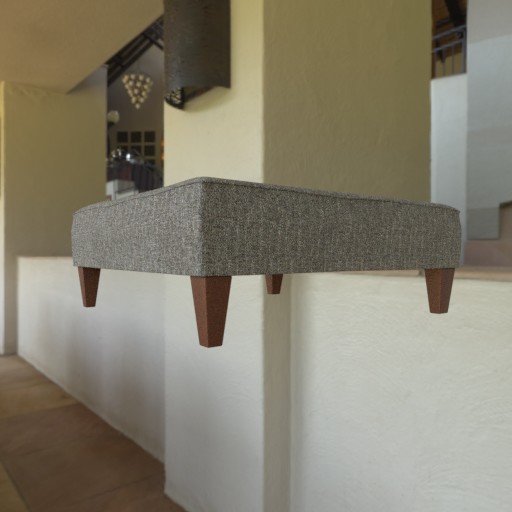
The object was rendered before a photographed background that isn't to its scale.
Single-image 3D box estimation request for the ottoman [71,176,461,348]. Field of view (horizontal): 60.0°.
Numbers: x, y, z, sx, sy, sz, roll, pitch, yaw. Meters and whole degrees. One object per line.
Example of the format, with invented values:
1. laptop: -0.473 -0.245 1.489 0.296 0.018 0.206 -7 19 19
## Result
1. ottoman: 0.000 0.000 1.563 1.016 0.379 0.981 0 0 -37
